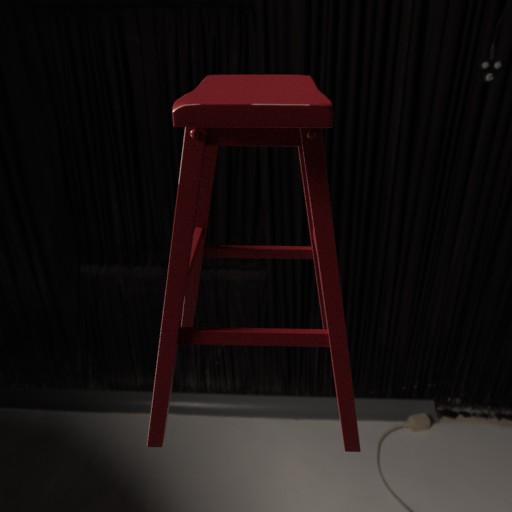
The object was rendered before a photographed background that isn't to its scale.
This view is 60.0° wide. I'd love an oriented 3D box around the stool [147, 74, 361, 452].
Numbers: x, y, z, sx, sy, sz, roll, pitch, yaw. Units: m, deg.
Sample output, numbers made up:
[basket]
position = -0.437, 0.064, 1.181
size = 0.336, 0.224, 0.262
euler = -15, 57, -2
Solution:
[stool]
position = 0.000, 0.000, 1.020
size = 0.476, 0.737, 0.457
euler = 1, 27, 1
